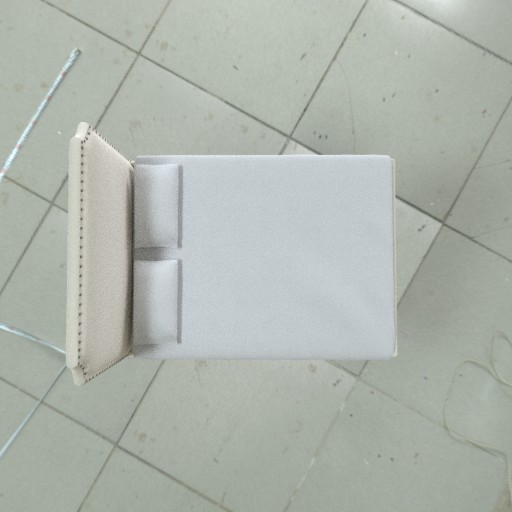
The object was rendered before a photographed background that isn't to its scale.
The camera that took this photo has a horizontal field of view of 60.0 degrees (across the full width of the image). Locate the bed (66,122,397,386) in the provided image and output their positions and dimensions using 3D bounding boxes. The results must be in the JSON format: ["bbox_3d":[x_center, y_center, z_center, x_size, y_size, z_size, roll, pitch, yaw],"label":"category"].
[{"bbox_3d":[0.000,0.000,3.462,2.372,1.497,1.712,0,88,1],"label":"bed"}]
